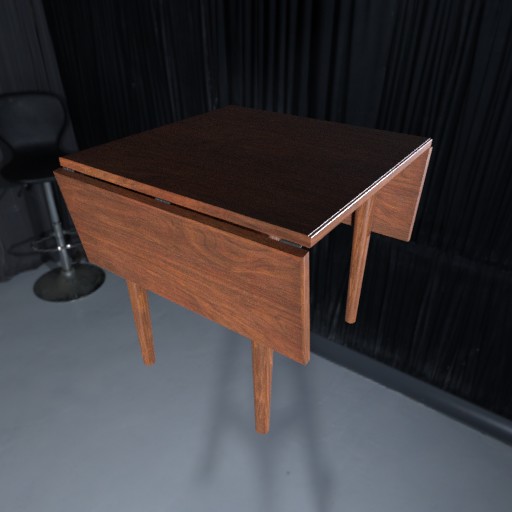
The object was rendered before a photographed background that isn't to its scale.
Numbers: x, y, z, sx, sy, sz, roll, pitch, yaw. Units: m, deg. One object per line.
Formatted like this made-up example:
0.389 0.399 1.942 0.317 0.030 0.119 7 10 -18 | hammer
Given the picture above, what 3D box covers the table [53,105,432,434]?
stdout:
0.000 0.000 1.525 0.812 0.763 0.843 20 37 29 | table
